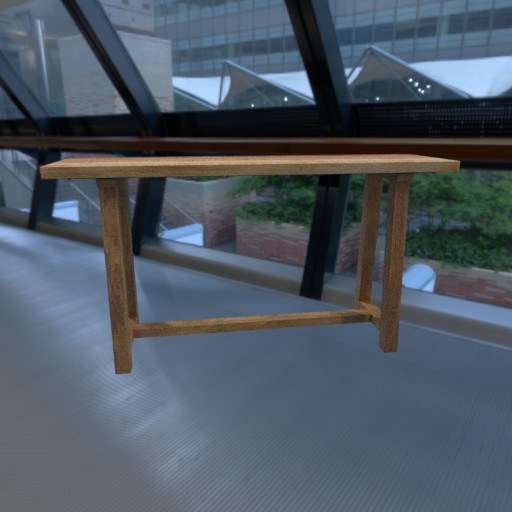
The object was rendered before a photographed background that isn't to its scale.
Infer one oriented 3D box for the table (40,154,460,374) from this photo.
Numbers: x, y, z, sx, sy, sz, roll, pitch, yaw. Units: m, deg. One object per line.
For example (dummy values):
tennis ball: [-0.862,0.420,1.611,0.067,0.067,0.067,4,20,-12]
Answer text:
table: [0.000,0.000,1.898,1.524,0.810,0.405,-3,17,-8]
